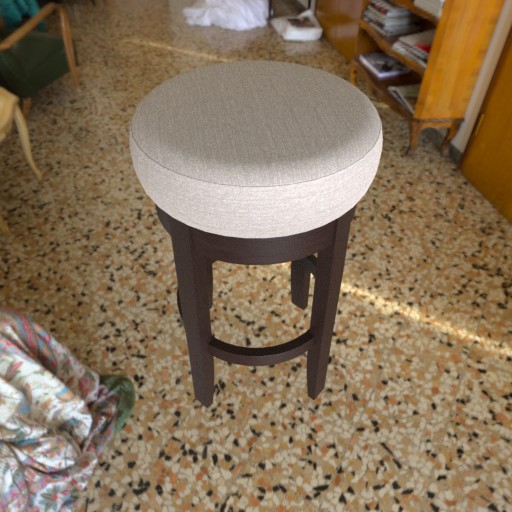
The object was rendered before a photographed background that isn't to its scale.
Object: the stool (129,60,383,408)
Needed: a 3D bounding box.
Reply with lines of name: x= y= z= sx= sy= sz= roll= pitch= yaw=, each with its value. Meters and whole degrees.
stool: x=0.000 y=0.000 z=1.012 sx=0.443 sy=0.757 sz=0.443 roll=0 pitch=45 yaw=0
